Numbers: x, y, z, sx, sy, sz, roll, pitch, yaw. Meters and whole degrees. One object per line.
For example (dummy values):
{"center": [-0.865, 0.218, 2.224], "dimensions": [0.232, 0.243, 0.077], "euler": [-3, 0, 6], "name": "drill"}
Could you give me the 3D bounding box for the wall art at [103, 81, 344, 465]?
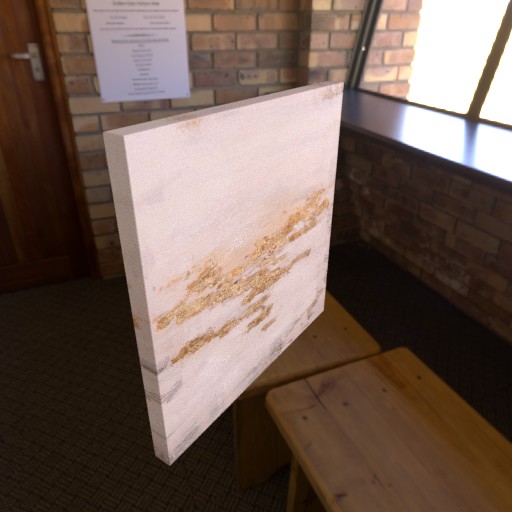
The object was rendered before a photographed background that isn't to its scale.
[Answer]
{"center": [0.000, 0.000, 0.911], "dimensions": [0.040, 0.613, 0.611], "euler": [19, 34, 31], "name": "wall art"}
